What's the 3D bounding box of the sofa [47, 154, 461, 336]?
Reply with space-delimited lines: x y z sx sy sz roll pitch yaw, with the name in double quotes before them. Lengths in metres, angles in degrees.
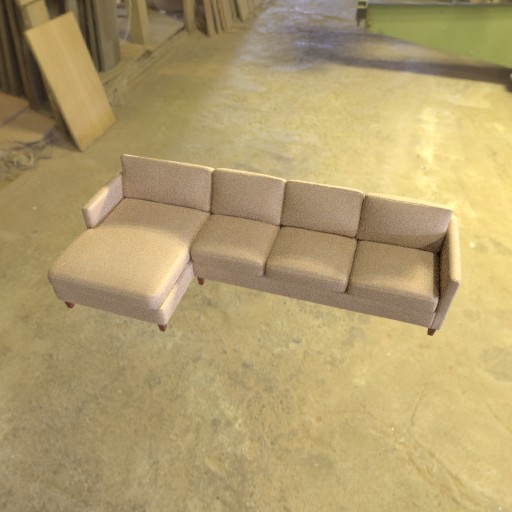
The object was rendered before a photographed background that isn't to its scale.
"sofa" 0.000 0.000 3.783 3.201 0.876 1.502 11 43 12
